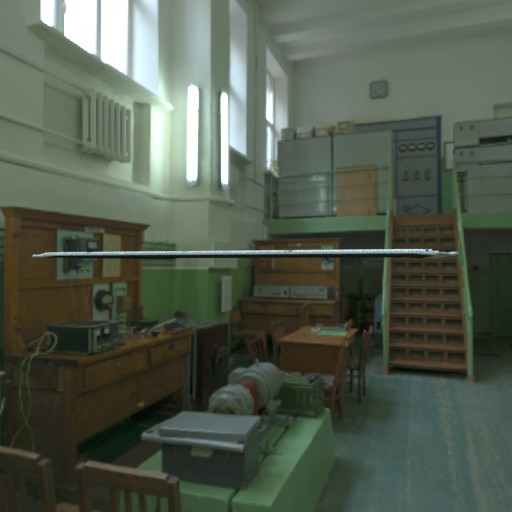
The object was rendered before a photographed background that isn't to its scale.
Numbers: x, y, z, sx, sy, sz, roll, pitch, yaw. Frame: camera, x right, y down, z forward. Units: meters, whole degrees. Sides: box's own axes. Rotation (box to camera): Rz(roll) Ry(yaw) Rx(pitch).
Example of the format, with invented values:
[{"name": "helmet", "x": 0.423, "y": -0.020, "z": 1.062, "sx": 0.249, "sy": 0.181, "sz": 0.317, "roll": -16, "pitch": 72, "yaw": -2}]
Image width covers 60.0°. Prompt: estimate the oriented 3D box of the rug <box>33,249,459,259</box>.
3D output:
[{"name": "rug", "x": 0.000, "y": 0.000, "z": 2.922, "sx": 2.307, "sy": 0.031, "sz": 1.494, "roll": 0, "pitch": -1, "yaw": 18}]
